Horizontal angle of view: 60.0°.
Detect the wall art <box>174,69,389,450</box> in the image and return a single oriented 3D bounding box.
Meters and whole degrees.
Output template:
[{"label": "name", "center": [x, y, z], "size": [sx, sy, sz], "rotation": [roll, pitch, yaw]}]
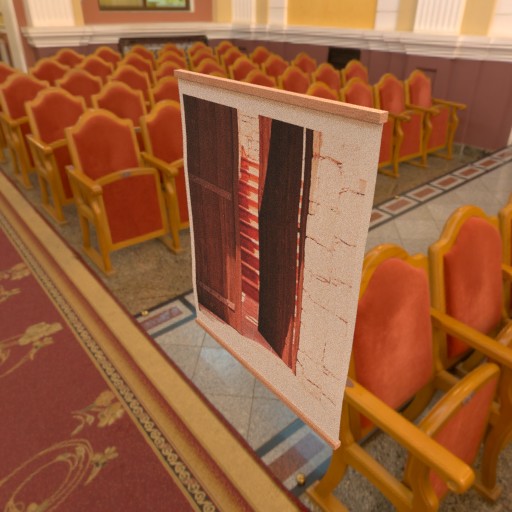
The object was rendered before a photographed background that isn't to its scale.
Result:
[{"label": "wall art", "center": [0.000, 0.000, 0.701], "size": [0.013, 0.508, 0.406], "rotation": [-22, 36, -33]}]
